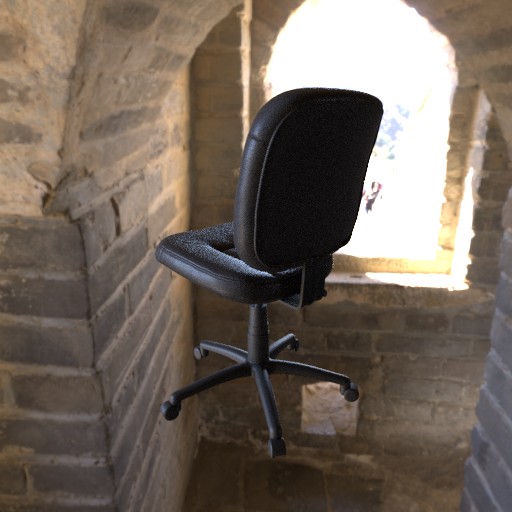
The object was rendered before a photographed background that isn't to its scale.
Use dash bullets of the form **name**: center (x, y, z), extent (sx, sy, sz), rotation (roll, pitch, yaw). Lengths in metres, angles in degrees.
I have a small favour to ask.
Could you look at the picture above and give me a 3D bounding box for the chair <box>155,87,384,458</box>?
- **chair**: center (0.000, 0.000, 1.383), extent (0.646, 0.959, 0.647), rotation (16, 24, 42)
